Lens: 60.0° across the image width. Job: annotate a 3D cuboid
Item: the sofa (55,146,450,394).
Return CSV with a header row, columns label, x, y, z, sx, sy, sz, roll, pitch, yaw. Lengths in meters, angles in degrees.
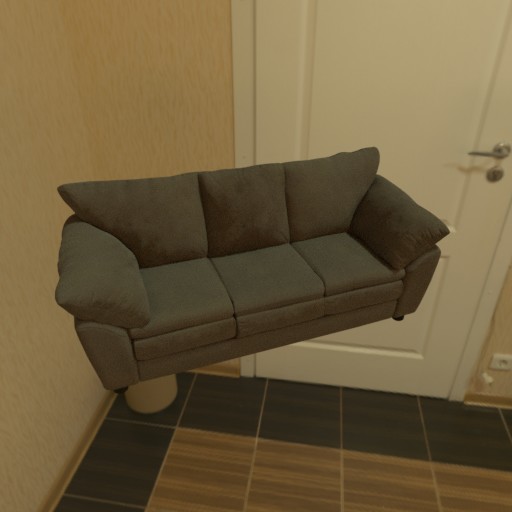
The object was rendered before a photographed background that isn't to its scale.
label,x,y,z,sx,sy,sz,roll,pitch,yaw
sofa,0.000,0.000,2.881,2.336,1.073,0.878,-11,32,-17
